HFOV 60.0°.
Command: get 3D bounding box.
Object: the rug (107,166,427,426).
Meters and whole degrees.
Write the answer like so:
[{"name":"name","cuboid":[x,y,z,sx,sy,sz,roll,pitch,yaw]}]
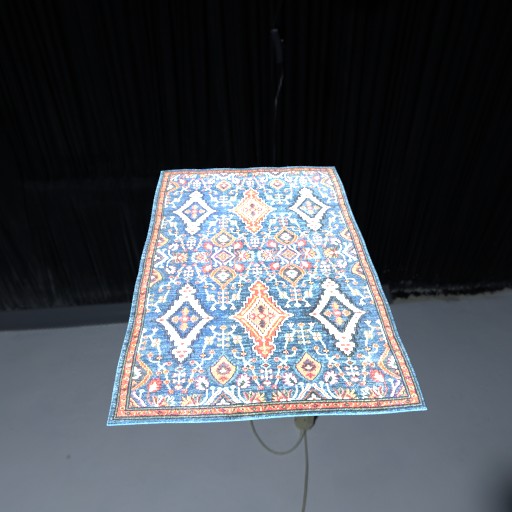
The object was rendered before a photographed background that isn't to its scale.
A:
[{"name":"rug","cuboid":[0.000,0.000,2.326,1.195,0.014,1.847,-2,40,-2]}]
